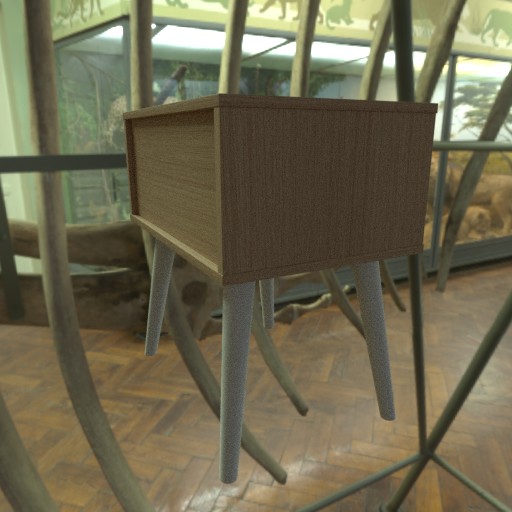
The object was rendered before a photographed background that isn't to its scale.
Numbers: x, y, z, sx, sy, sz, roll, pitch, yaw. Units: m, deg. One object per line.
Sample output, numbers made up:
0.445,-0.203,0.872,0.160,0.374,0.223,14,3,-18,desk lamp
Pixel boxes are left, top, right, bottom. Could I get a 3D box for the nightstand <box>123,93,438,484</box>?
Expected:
0.000,0.000,0.966,0.407,0.610,0.571,-8,17,-27,nightstand
